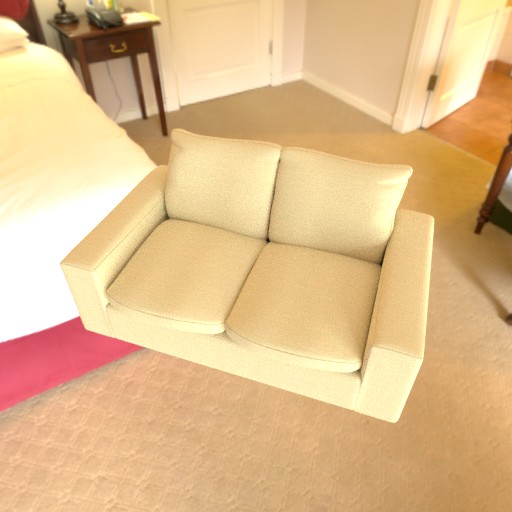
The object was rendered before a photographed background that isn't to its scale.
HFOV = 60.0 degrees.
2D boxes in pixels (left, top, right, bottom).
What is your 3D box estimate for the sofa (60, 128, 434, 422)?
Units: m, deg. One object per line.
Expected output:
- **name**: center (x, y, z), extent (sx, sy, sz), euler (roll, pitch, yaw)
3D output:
- **sofa**: center (0.000, 0.000, 2.387), extent (1.754, 0.875, 1.091), euler (13, 43, 14)
